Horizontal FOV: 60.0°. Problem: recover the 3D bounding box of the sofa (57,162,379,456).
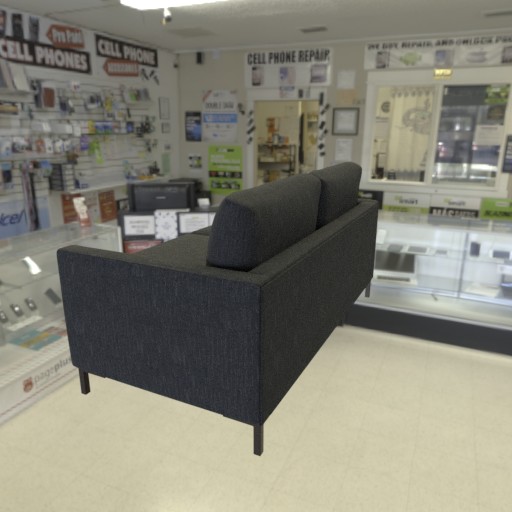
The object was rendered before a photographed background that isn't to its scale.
[{"bbox_3d":[0.000,0.000,2.239,0.866,0.862,1.716,8,18,25],"label":"sofa"}]
